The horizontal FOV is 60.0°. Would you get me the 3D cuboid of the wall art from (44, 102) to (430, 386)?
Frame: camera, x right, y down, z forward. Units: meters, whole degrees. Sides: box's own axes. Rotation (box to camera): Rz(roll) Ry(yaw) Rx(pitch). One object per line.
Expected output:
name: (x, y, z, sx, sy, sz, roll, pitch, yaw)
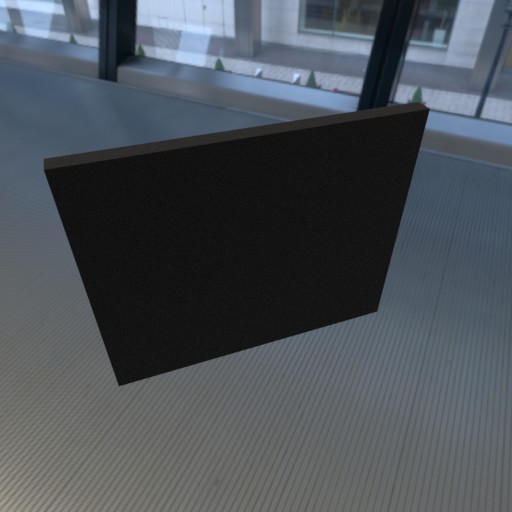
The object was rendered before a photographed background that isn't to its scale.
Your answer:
wall art: (0.000, 0.000, 0.768, 0.558, 0.457, 0.031, -13, 42, -15)
